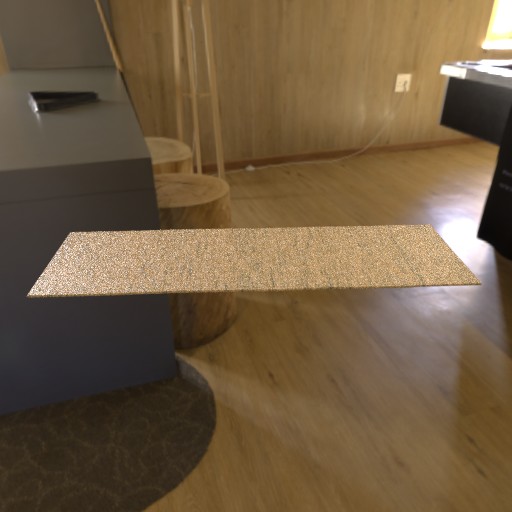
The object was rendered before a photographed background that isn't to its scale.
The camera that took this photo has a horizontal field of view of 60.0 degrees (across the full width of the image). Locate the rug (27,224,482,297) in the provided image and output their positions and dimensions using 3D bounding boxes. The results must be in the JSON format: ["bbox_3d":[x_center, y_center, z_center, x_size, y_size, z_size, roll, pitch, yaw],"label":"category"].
[{"bbox_3d":[0.000,0.000,2.523,2.290,0.014,0.700,-1,30,-2],"label":"rug"}]
